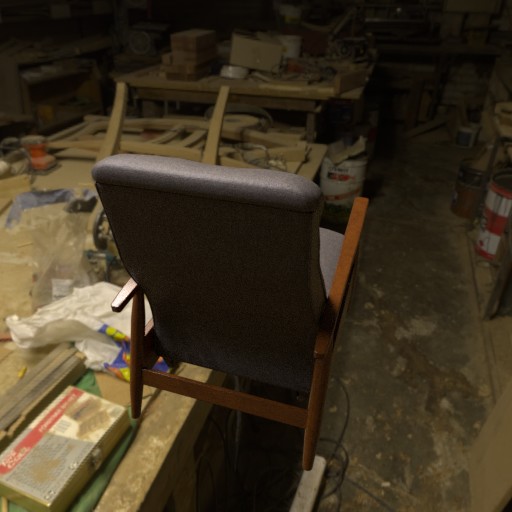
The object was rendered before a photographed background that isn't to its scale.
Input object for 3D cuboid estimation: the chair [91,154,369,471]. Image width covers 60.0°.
[{"bbox_3d":[0.000,0.000,1.775,0.762,1.081,1.014,10,33,15],"label":"chair"}]
